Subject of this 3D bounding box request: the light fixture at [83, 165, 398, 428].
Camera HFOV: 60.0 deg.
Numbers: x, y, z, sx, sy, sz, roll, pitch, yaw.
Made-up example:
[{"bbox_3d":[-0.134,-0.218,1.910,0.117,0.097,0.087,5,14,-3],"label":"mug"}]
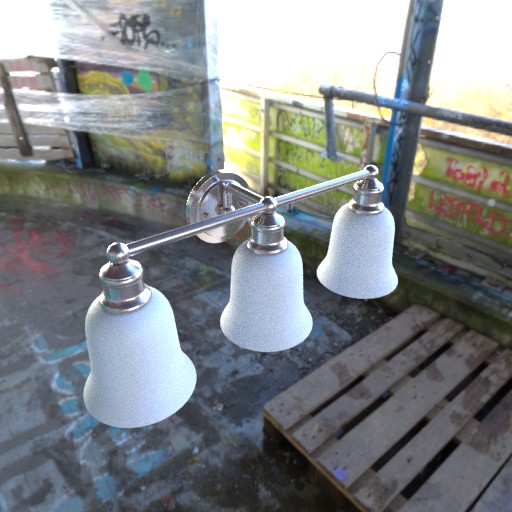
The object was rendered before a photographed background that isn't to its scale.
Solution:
[{"bbox_3d":[0.000,0.000,0.664,0.570,0.211,0.198,-21,36,-32],"label":"light fixture"}]
